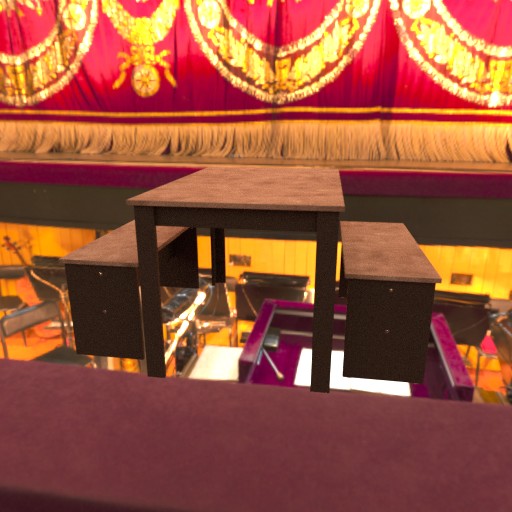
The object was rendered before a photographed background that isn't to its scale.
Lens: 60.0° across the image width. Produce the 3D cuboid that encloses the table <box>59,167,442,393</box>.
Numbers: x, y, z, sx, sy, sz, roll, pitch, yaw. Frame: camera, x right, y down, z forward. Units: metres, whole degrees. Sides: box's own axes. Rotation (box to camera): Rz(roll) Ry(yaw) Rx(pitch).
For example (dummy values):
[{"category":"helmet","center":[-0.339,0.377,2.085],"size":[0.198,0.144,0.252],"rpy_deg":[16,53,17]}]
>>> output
[{"category":"table","center":[0.000,0.000,2.074],"size":[1.443,0.700,1.100],"rpy_deg":[3,17,9]}]
